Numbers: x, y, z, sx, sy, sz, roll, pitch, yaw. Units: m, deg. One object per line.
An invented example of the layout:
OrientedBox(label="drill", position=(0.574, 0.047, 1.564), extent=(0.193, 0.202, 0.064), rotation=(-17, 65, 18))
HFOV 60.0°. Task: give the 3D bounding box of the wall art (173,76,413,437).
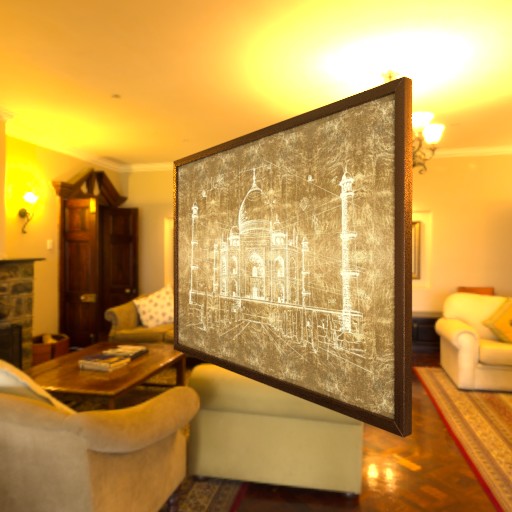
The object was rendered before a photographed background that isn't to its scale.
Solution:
OrientedBox(label="wall art", position=(0.000, 0.000, 0.548), extent=(0.012, 0.304, 0.431), rotation=(0, 0, -37))
